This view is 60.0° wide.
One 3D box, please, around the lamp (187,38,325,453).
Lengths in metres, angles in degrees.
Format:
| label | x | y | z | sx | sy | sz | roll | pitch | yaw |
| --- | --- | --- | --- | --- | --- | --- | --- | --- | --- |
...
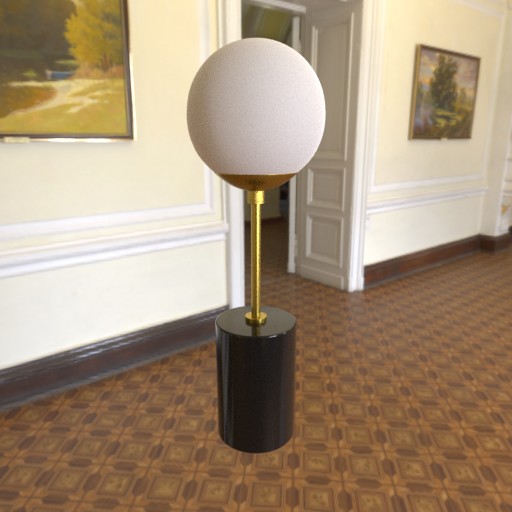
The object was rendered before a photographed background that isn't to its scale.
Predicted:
| label | x | y | z | sx | sy | sz | roll | pitch | yaw |
| --- | --- | --- | --- | --- | --- | --- | --- | --- | --- |
| lamp | 0.000 | 0.000 | 0.536 | 0.153 | 0.480 | 0.153 | 0 | 15 | 0 |
